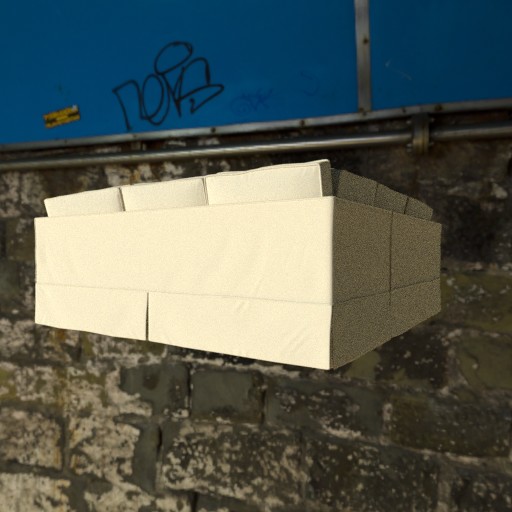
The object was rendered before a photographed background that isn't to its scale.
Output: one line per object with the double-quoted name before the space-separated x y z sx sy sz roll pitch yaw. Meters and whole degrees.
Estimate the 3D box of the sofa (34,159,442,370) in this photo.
"sofa" 0.000 0.000 3.891 2.597 1.070 2.591 0 1 33
